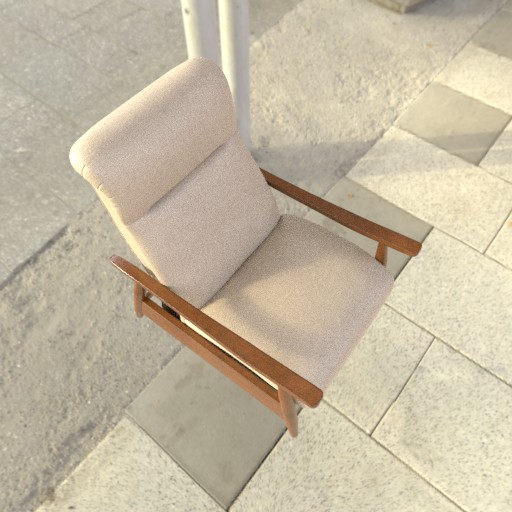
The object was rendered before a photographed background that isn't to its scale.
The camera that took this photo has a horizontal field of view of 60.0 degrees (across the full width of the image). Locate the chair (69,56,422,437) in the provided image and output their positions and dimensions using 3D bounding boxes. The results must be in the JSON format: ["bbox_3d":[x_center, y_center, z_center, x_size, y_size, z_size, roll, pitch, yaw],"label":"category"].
[{"bbox_3d":[0.000,0.000,1.763,1.030,1.082,0.762,32,63,19],"label":"chair"}]
